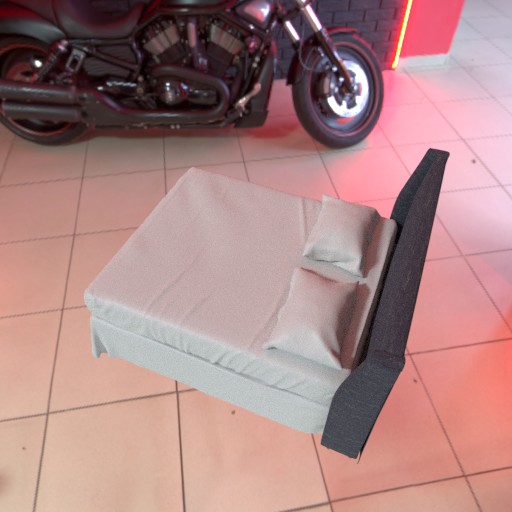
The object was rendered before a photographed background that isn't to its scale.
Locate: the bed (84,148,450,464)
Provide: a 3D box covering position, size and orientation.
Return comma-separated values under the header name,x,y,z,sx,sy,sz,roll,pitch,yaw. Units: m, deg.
name,x,y,z,sx,sy,sz,roll,pitch,yaw
bed,0.000,0.000,3.385,2.276,1.332,1.925,17,50,15
